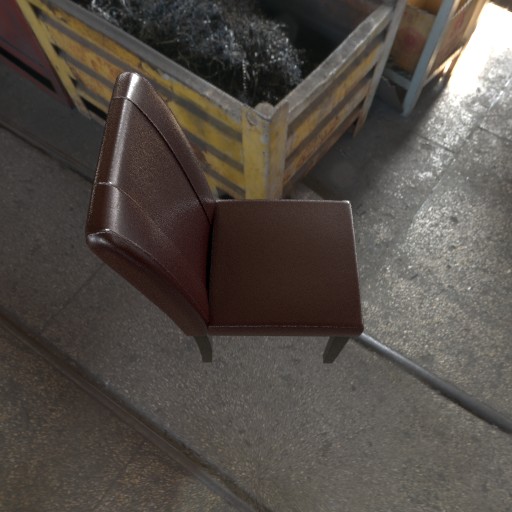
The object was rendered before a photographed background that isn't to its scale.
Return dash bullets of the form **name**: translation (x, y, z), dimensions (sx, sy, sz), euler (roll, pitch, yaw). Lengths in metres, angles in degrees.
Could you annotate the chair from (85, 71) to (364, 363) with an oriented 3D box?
- **chair**: translation (0.000, 0.000, 1.180), dimensions (0.556, 0.897, 0.399), euler (0, 63, 0)
